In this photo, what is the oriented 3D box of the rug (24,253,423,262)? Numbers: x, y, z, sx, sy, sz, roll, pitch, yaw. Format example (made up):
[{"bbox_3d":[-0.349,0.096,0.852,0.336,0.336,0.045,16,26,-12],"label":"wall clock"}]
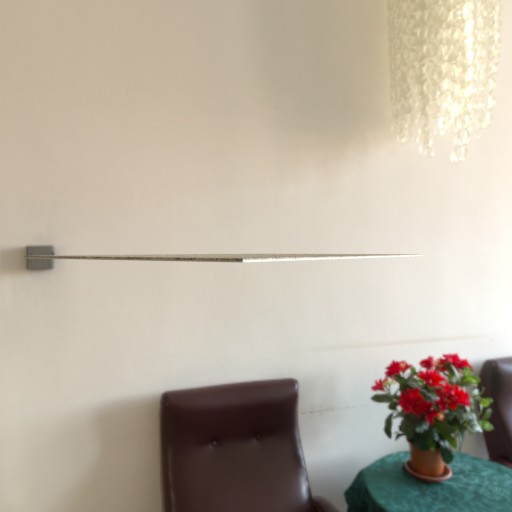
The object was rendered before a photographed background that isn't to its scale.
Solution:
[{"bbox_3d":[0.000,0.000,2.929,1.521,0.015,2.280,0,1,36],"label":"rug"}]
